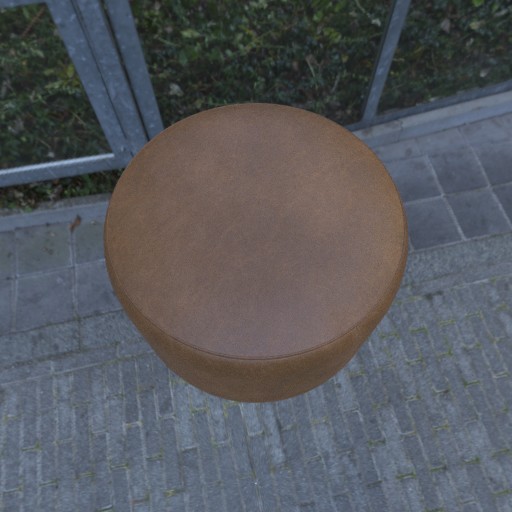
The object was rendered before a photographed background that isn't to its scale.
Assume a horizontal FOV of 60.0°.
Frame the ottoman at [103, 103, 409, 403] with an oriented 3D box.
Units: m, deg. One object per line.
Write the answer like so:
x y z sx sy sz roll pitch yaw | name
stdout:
0.000 0.000 1.017 0.607 0.438 0.607 0 63 0 | ottoman
